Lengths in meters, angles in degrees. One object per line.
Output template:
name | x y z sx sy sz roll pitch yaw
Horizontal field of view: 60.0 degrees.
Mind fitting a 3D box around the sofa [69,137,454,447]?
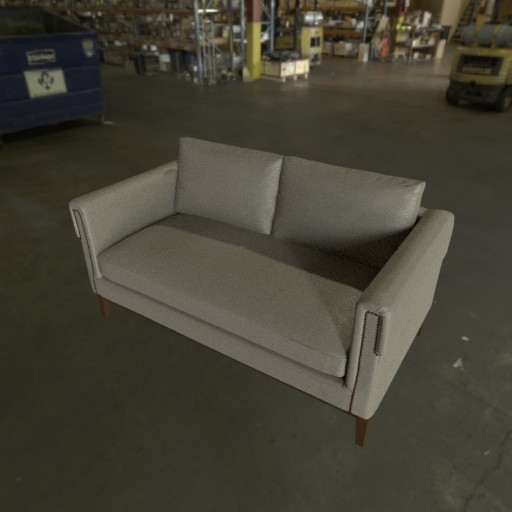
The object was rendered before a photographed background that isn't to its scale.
sofa | 0.000 0.000 2.174 1.598 0.873 0.899 18 34 28
